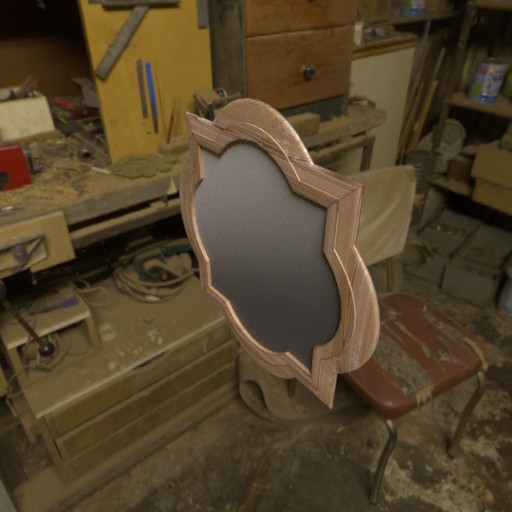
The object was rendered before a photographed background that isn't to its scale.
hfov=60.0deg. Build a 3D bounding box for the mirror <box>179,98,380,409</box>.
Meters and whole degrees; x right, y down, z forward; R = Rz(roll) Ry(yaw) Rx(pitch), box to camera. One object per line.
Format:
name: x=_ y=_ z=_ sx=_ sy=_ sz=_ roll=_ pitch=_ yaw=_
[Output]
mirror: x=0.000 y=0.000 z=1.033 sx=0.019 sy=0.686 sz=0.686 roll=-23 pitch=40 yaw=-31
